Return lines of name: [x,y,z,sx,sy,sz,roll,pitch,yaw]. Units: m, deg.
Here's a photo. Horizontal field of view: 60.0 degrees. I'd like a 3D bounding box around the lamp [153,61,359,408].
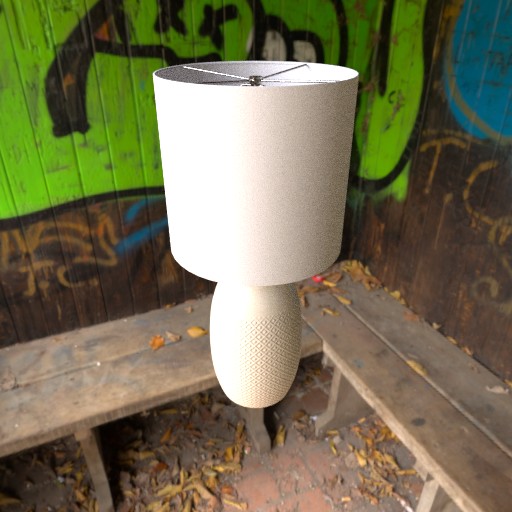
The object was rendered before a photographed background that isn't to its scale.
lamp: [0.000,0.000,0.585,0.217,0.453,0.217,20,35,31]
